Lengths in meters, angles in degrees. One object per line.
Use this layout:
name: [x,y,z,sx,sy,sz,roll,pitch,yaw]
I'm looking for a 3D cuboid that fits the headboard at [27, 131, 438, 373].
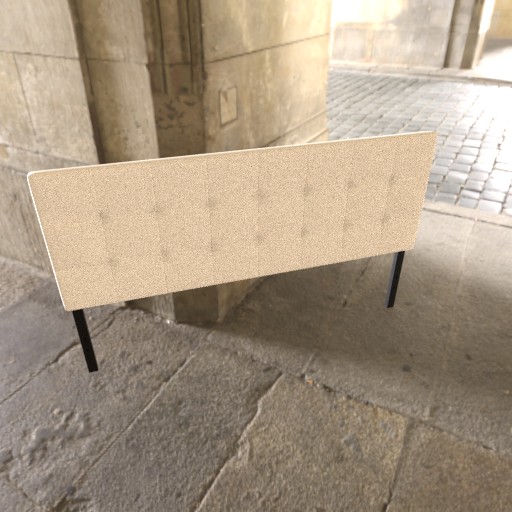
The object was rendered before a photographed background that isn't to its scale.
headboard: [0.000,0.000,2.846,2.362,1.410,0.120,-10,33,-15]
